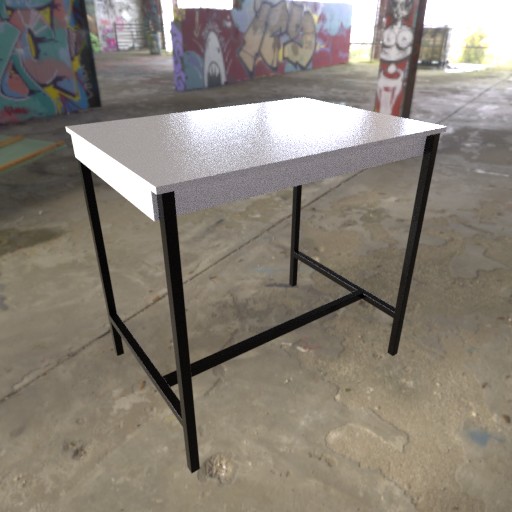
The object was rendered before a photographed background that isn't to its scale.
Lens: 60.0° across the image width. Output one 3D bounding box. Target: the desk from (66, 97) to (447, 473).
[{"bbox_3d":[0.000,0.000,1.336,0.811,0.766,0.573,-18,33,-30],"label":"desk"}]
